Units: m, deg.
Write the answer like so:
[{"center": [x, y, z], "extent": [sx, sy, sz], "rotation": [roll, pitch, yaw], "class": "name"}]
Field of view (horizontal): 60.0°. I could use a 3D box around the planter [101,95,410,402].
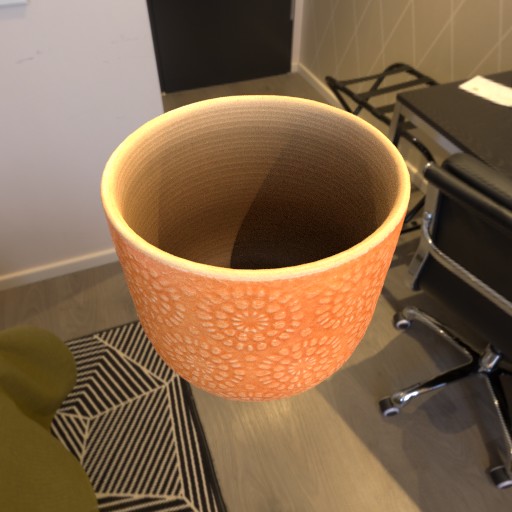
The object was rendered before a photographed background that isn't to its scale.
[{"center": [0.000, 0.000, 0.293], "extent": [0.170, 0.152, 0.170], "rotation": [0, 46, 0], "class": "planter"}]
